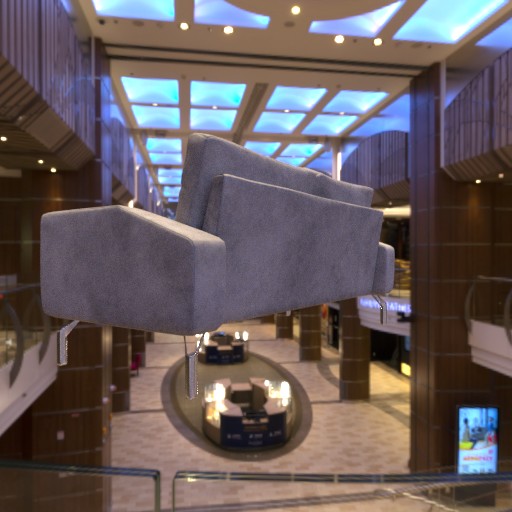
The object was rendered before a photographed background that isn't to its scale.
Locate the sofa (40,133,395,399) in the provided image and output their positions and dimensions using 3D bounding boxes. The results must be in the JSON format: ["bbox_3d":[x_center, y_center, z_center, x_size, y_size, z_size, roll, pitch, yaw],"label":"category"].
[{"bbox_3d":[0.000,0.000,2.273,0.849,0.859,1.837,0,0,35],"label":"sofa"}]
